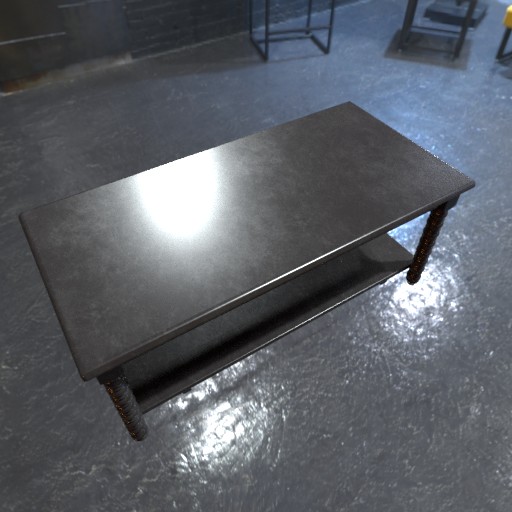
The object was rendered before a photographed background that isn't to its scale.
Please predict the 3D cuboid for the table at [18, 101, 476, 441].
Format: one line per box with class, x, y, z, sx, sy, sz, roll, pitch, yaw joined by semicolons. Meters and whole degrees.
table;0.000;0.000;1.423;1.171;0.487;0.580;-25;52;-21
